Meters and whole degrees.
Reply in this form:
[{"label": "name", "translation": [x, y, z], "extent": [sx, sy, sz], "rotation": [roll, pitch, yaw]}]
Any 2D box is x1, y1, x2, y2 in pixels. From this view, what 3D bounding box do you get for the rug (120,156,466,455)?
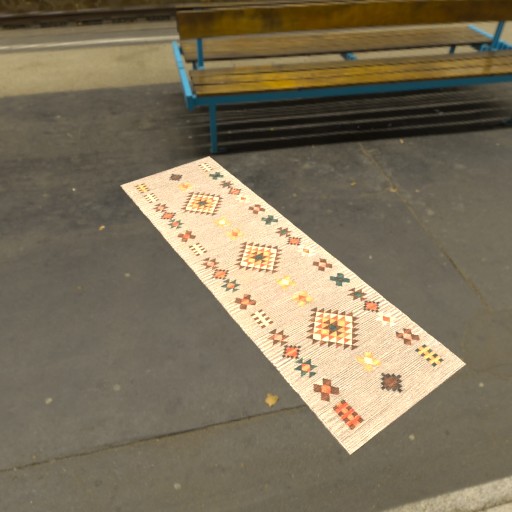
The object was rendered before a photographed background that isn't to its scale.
[{"label": "rug", "translation": [0.000, 0.000, 2.704], "extent": [0.766, 0.008, 2.432], "rotation": [-25, 47, -25]}]
